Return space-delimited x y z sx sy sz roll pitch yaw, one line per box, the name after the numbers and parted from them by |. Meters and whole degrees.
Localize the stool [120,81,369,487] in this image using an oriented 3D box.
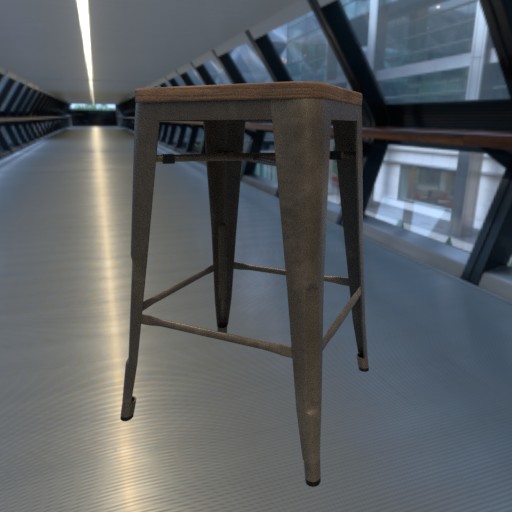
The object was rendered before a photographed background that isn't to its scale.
0.000 0.000 0.874 0.407 0.607 0.407 8 18 24 | stool
